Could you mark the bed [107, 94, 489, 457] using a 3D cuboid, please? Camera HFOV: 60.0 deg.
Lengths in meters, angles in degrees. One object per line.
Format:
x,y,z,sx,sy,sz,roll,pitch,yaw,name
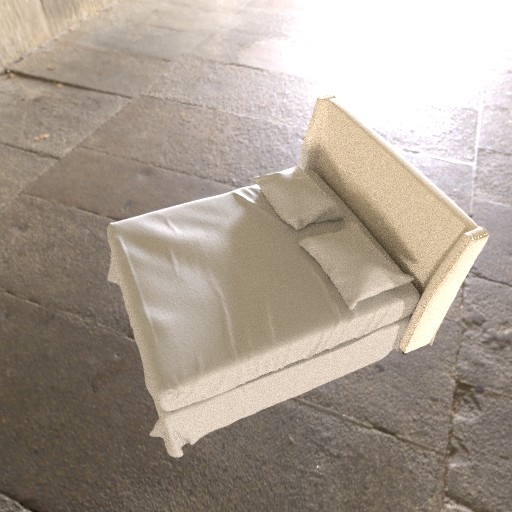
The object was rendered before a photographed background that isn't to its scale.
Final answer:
0.000,0.000,3.417,2.276,1.332,1.925,-18,50,-16,bed
